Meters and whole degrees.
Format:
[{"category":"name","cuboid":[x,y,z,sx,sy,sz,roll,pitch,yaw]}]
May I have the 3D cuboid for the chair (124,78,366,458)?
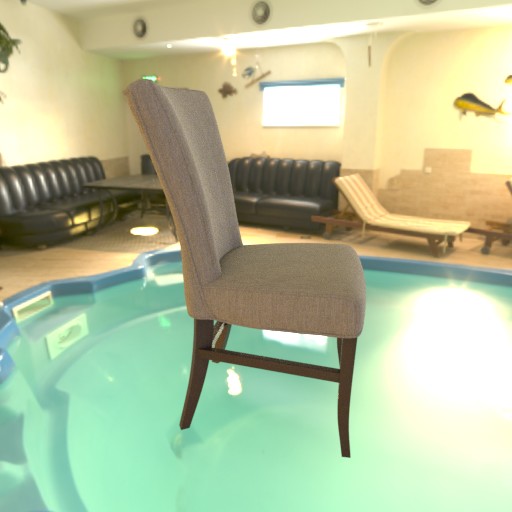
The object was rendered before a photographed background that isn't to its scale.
[{"category":"chair","cuboid":[0.000,0.000,1.365,0.660,0.991,0.520,3,17,9]}]
